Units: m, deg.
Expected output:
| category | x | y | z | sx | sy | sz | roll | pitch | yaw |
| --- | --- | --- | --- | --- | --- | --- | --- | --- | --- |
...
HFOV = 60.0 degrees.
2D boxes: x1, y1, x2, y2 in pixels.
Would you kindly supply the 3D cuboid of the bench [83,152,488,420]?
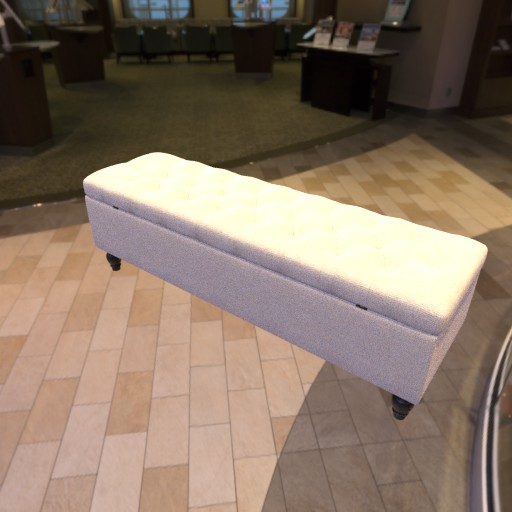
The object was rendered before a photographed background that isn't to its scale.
| category | x | y | z | sx | sy | sz | roll | pitch | yaw |
| --- | --- | --- | --- | --- | --- | --- | --- | --- | --- |
| bench | 0.000 | 0.000 | 1.693 | 1.480 | 0.467 | 0.455 | 21 | 37 | 31 |
